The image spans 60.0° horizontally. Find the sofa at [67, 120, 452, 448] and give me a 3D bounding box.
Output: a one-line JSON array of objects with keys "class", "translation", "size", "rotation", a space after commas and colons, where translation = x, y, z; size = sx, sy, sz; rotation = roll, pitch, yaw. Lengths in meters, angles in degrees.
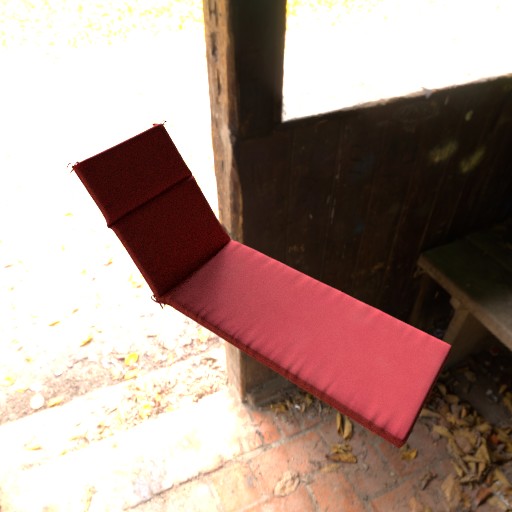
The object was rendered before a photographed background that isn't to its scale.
[{"class": "sofa", "translation": [0.000, 0.000, 1.891], "size": [1.663, 0.622, 0.582], "rotation": [26, 48, 27]}]
